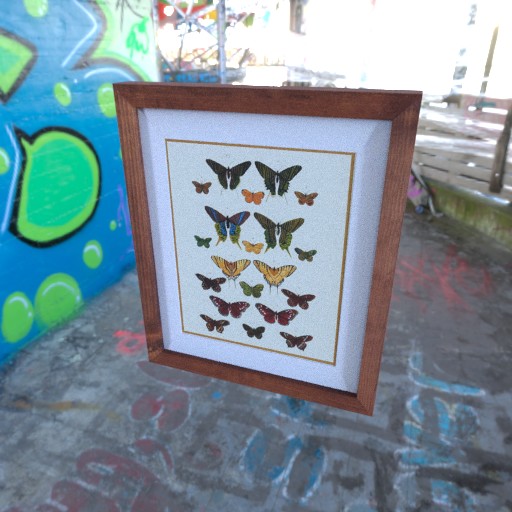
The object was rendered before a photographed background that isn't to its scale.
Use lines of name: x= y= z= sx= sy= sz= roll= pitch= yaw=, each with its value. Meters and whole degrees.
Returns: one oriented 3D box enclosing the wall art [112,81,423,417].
wall art: x=0.000 y=0.000 z=0.627 sx=0.377 sy=0.449 sz=0.039 roll=9 pitch=27 yaw=17
